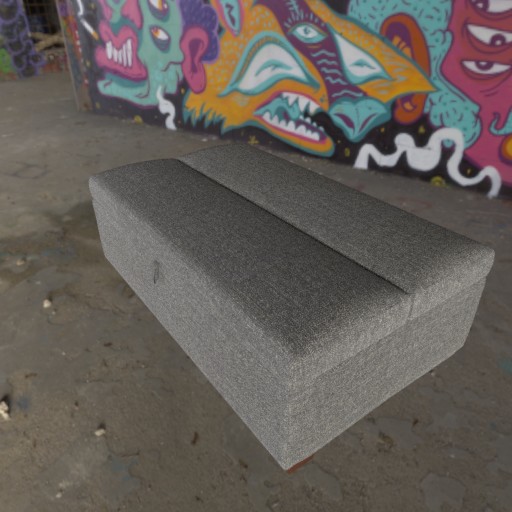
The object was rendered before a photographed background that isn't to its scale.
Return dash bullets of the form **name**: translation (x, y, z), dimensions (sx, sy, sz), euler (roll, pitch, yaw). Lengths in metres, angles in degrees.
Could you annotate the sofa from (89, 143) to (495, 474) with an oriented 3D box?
- **sofa**: translation (0.000, 0.000, 1.530), dimensions (0.782, 0.417, 1.198), euler (-21, 37, -30)
